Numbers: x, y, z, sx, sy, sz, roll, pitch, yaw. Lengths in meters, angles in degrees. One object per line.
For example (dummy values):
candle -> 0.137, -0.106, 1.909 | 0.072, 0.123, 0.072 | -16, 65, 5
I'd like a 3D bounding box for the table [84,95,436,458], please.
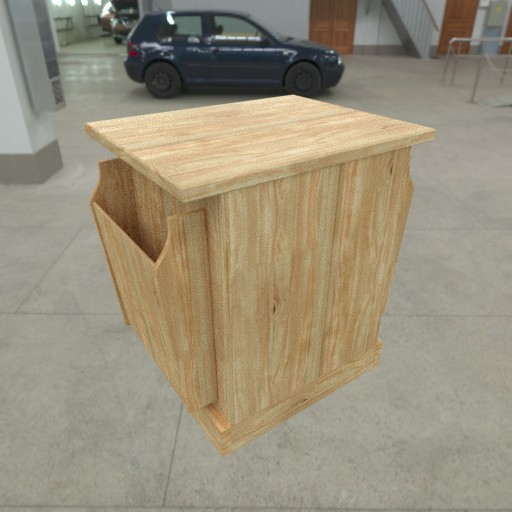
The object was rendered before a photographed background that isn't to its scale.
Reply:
table -> 0.000, 0.000, 0.886 | 0.530, 0.515, 0.380 | -19, 35, -30
